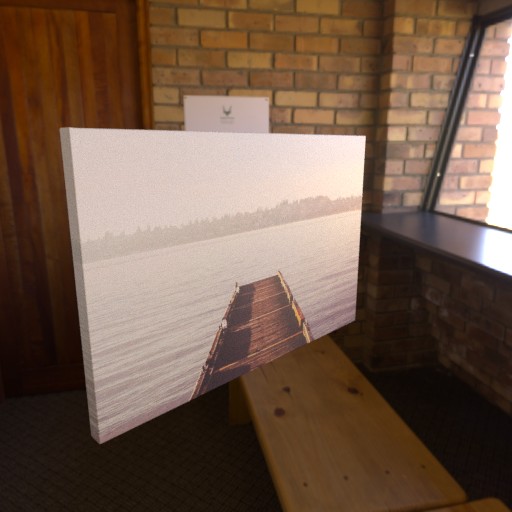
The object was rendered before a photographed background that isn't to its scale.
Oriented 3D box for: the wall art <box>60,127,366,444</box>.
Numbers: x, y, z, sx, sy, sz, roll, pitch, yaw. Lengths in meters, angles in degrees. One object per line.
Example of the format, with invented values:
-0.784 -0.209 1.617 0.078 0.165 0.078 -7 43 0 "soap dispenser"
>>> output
0.000 0.000 1.135 0.916 0.609 0.037 -14 19 -43 "wall art"
